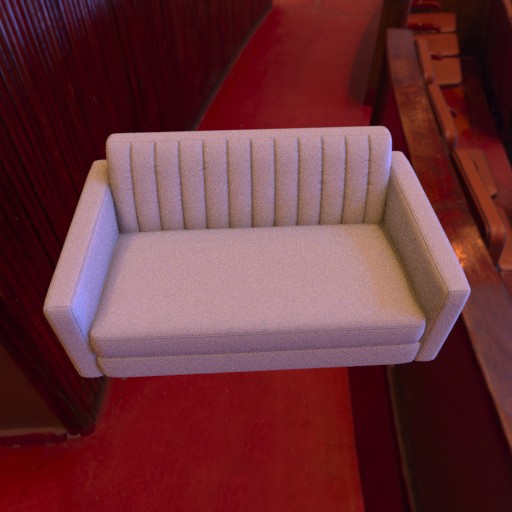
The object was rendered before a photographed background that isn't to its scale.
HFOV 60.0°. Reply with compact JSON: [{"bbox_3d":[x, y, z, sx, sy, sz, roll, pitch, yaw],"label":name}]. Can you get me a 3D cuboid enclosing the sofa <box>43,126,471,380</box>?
[{"bbox_3d":[0.000,0.000,2.093,1.585,0.801,0.950,-2,46,-2],"label":"sofa"}]
